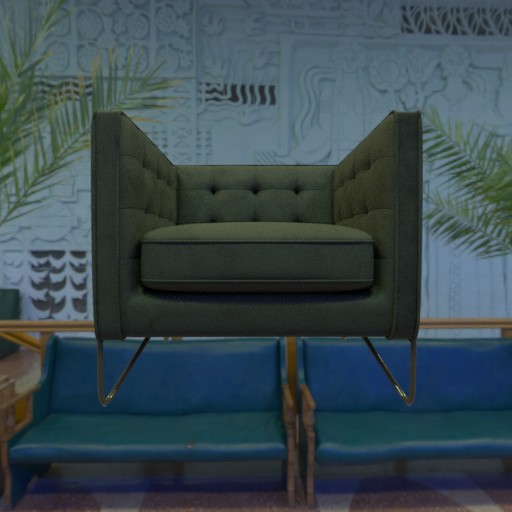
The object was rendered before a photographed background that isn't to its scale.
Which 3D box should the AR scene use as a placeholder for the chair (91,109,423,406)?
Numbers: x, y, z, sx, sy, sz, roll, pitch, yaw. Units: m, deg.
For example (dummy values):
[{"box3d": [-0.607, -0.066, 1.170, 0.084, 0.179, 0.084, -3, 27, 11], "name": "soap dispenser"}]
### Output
[{"box3d": [0.000, 0.000, 1.569, 0.880, 0.790, 0.894, 0, 1, -1], "name": "chair"}]
